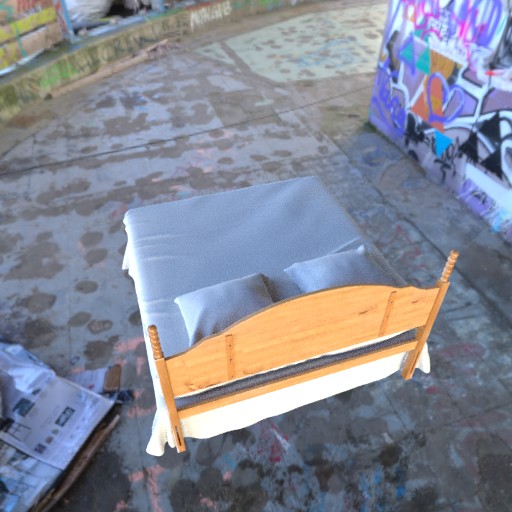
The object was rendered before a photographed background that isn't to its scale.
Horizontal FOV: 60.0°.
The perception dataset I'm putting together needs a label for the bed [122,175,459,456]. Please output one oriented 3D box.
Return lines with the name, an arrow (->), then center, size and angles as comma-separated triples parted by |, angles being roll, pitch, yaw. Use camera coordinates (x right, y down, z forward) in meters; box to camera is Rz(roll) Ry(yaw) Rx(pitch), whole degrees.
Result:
bed -> 0.000, 0.000, 3.708 | 2.322, 1.355, 2.219 | -13, 43, -14
